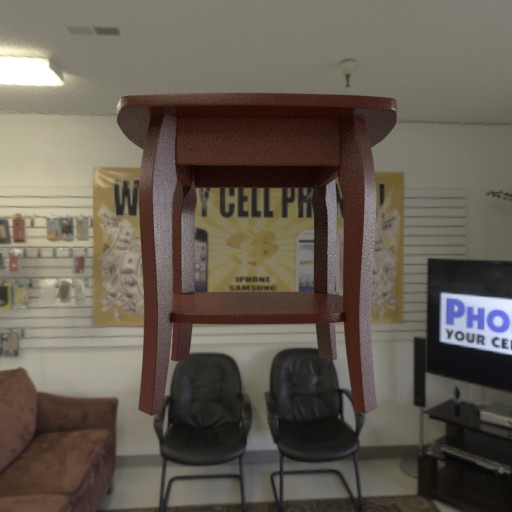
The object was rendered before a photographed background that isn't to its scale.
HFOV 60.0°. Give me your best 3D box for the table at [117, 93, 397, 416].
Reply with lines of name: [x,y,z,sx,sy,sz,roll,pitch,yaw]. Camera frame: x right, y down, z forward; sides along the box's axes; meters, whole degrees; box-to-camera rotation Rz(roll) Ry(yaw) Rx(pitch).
table: [0.000,0.000,0.882,0.502,0.496,0.433,0,1,-1]
